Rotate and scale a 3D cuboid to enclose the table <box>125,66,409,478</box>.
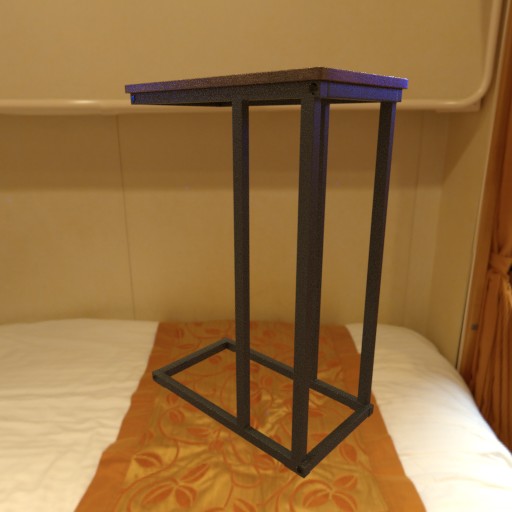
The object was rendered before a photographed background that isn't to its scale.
[{"bbox_3d":[0.000,0.000,0.871,0.450,0.637,0.254,15,23,40],"label":"table"}]
